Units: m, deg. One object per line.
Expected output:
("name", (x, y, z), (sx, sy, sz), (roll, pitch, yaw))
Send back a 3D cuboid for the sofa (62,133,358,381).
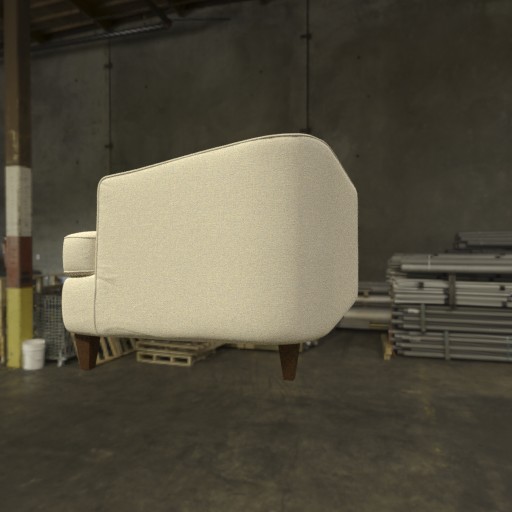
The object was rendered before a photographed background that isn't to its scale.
("sofa", (0.000, 0.000, 2.213), (0.941, 0.855, 1.733), (0, 0, 17))
